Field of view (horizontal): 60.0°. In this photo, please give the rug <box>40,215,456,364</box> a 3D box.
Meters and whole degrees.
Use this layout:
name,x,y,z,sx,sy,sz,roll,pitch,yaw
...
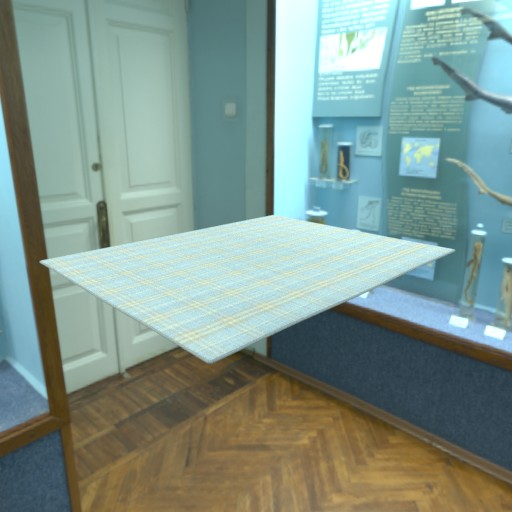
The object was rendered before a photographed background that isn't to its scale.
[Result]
name,x,y,z,sx,sy,sz,roll,pitch,yaw
rug,0.000,0.000,4.134,3.066,0.030,2.462,-15,22,-42
